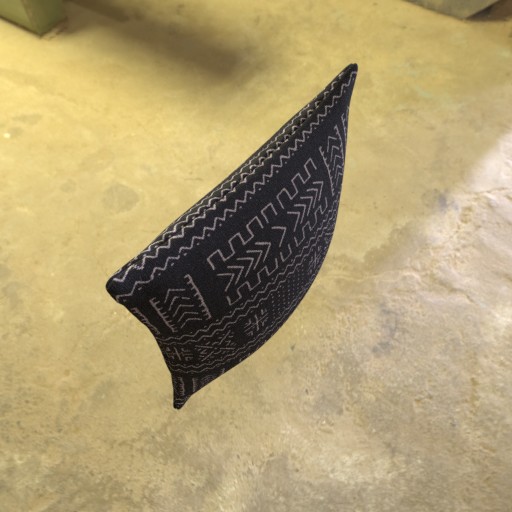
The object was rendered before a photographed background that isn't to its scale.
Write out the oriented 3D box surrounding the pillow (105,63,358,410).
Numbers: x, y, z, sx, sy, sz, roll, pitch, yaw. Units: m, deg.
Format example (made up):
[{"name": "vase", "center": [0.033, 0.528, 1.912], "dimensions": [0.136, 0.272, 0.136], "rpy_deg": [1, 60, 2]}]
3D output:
[{"name": "pillow", "center": [0.000, 0.000, 0.664], "dimensions": [0.164, 0.430, 0.438], "rpy_deg": [33, 63, 20]}]
